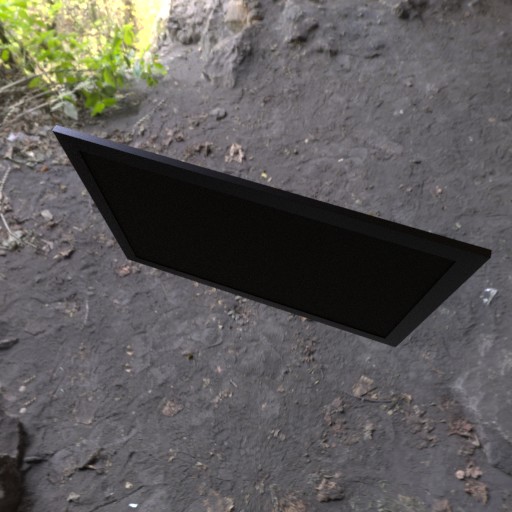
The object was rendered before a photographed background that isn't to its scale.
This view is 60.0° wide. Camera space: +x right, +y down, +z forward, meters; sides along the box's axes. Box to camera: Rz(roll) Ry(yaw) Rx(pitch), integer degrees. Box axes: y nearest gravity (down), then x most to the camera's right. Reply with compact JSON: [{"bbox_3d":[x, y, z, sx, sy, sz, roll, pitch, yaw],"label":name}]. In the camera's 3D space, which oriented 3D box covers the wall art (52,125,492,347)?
[{"bbox_3d":[0.000,0.000,0.835,0.660,0.447,0.013,17,65,9],"label":"wall art"}]
